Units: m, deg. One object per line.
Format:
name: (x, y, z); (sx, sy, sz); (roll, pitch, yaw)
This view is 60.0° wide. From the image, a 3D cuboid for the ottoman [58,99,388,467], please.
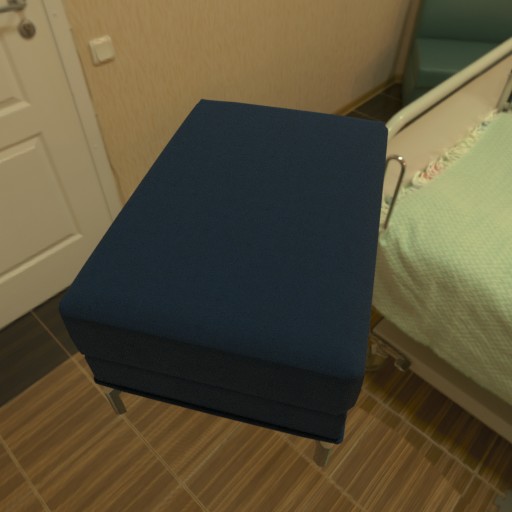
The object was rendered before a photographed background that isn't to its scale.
ottoman: (0.000, 0.000, 1.189); (0.587, 0.498, 0.835); (11, 48, 10)
